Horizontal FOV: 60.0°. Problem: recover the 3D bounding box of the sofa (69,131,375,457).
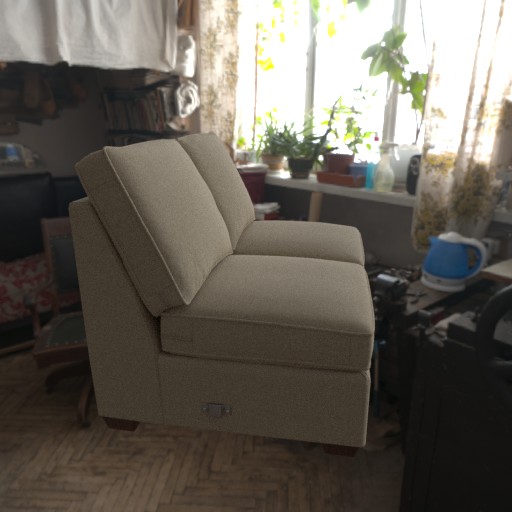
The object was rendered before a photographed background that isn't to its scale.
[{"bbox_3d":[0.000,0.000,1.939,0.951,1.008,1.237,3,18,10],"label":"sofa"}]
